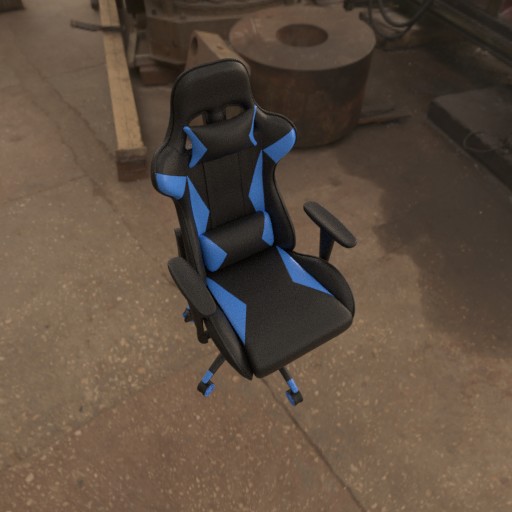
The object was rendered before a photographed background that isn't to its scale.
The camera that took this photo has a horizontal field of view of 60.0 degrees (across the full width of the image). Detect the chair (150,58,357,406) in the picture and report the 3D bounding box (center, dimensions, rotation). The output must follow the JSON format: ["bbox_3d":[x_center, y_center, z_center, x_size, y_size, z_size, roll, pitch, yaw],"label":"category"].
[{"bbox_3d":[0.000,0.000,1.694,0.695,1.282,0.730,-24,51,-21],"label":"chair"}]
